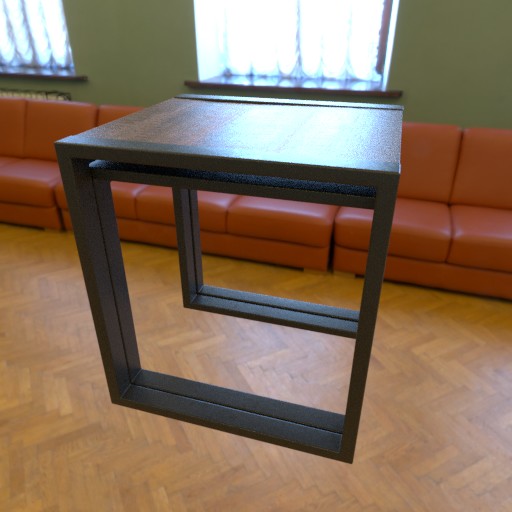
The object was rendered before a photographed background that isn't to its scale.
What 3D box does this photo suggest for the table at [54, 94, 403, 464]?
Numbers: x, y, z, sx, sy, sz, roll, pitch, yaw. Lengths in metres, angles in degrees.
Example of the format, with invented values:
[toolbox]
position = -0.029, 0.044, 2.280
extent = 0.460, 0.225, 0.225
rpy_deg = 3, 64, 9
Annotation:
[table]
position = 0.000, 0.000, 0.920
extent = 0.500, 0.550, 0.449
rpy_deg = 8, 30, 14
